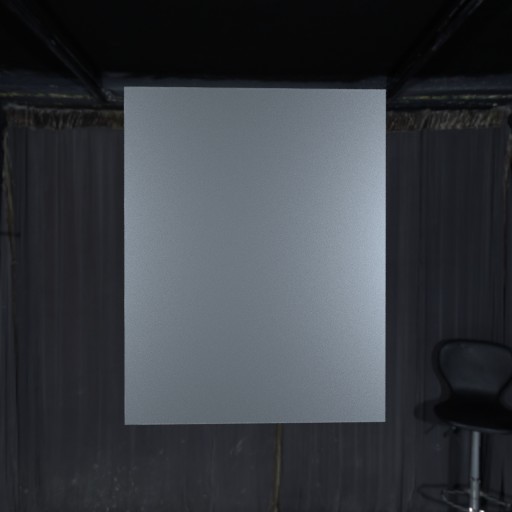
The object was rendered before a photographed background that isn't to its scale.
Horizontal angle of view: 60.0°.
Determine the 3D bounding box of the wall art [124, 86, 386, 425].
[{"bbox_3d":[0.000,0.000,1.400,0.816,1.046,0.030,0,0,-2],"label":"wall art"}]
